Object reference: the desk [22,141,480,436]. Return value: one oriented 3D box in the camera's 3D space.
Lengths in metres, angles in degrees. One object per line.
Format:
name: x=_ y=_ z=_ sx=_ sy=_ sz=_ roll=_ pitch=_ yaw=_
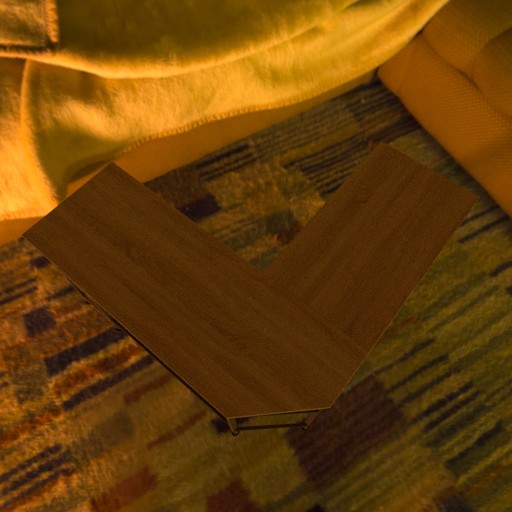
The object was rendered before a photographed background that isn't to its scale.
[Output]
desk: x=0.000 y=0.000 z=2.204 sx=1.379 sy=0.739 sz=1.379 roll=36 pitch=68 yaw=17
